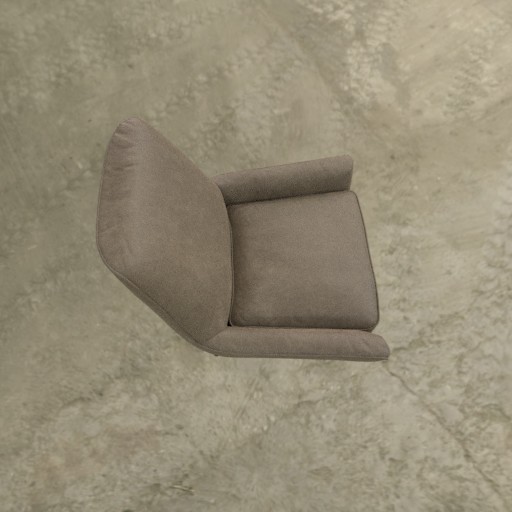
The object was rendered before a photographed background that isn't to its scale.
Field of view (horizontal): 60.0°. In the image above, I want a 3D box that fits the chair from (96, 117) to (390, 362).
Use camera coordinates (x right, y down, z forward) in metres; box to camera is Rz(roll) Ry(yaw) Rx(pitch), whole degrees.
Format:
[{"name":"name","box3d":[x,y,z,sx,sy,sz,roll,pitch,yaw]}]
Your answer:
[{"name":"chair","box3d":[0.000,0.000,1.547,0.824,0.888,0.787,-3,63,-1]}]
